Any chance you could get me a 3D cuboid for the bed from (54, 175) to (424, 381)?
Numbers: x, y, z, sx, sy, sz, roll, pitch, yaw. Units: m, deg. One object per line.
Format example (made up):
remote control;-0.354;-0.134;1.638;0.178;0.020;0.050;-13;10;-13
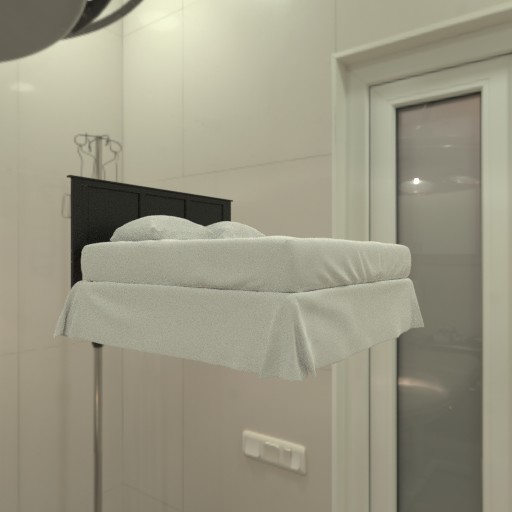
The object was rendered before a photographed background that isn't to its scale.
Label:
bed;0.000;0.000;3.670;2.219;1.271;2.315;0;0;37
